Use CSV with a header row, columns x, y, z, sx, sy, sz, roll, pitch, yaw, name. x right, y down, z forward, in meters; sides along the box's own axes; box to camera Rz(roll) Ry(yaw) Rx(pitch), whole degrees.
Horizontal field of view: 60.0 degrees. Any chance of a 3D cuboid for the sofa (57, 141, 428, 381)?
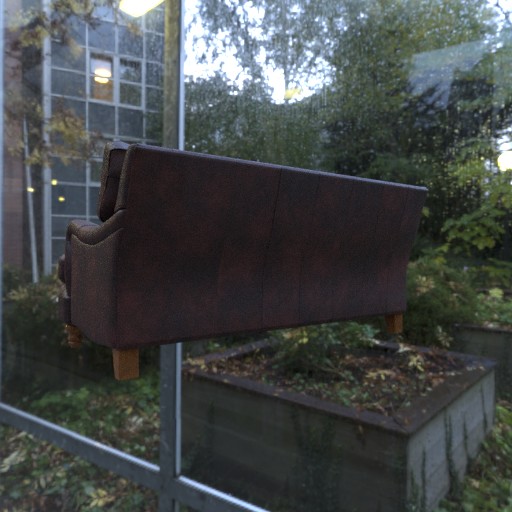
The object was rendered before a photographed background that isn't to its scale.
x,y,z,sx,sy,sz,roll,pitch,yaw,name
0.000,0.000,2.803,2.144,1.071,1.147,0,0,-36,sofa
